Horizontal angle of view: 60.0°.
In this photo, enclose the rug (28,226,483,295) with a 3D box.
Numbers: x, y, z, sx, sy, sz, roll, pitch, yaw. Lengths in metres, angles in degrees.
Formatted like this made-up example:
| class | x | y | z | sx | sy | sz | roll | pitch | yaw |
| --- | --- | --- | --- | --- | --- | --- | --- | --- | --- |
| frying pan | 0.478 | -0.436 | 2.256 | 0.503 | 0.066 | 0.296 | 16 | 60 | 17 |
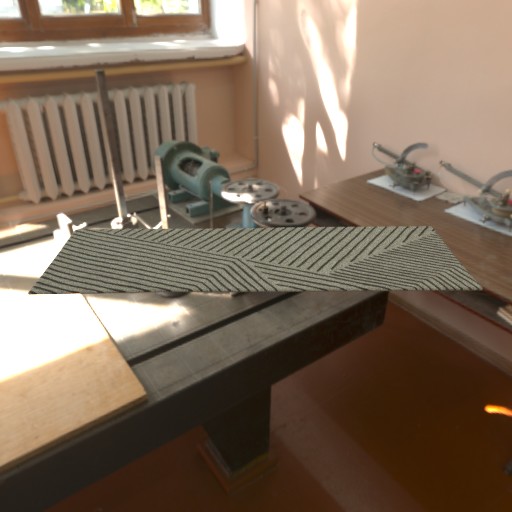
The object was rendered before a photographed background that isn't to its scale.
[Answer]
| class | x | y | z | sx | sy | sz | roll | pitch | yaw |
| --- | --- | --- | --- | --- | --- | --- | --- | --- | --- |
| rug | 0.000 | 0.000 | 2.698 | 2.439 | 0.020 | 0.773 | -1 | 30 | -1 |
